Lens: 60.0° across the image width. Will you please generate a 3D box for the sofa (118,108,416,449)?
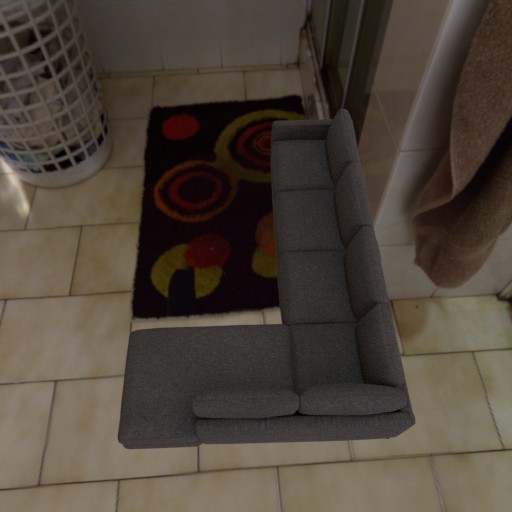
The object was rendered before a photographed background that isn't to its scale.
[{"bbox_3d":[0.000,0.000,3.790,2.007,0.815,2.949,-1,58,-1],"label":"sofa"}]
